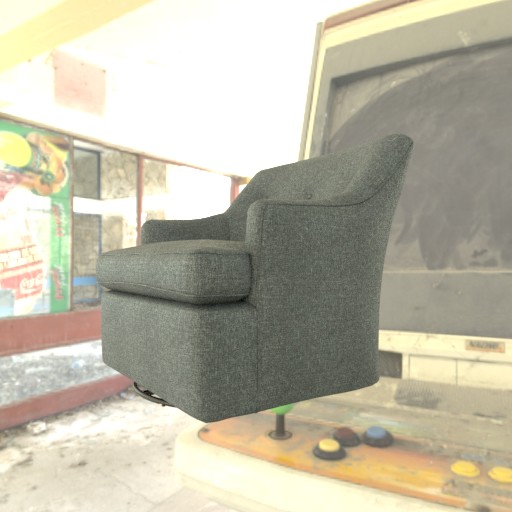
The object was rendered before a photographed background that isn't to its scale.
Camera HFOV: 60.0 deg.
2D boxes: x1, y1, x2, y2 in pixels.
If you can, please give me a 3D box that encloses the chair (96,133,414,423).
[{"bbox_3d":[0.000,0.000,1.584,0.923,0.856,0.864,0,-1,-36],"label":"chair"}]
